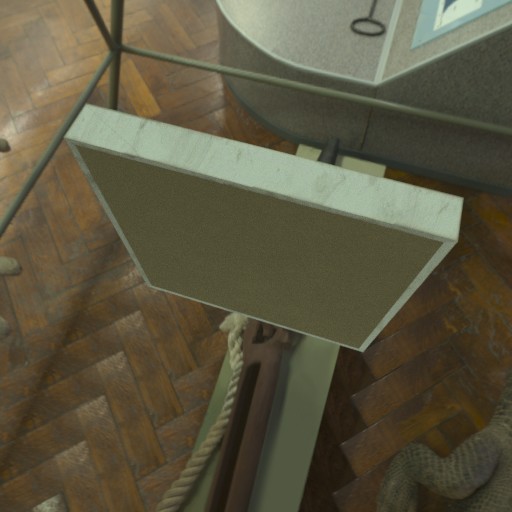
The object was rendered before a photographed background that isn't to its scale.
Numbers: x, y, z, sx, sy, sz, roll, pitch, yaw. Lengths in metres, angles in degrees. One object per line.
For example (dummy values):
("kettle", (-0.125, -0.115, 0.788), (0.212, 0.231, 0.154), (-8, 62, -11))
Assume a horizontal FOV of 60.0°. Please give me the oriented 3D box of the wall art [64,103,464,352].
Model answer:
("wall art", (0.000, 0.000, 0.470), (0.305, 0.303, 0.038), (16, 65, 8))
